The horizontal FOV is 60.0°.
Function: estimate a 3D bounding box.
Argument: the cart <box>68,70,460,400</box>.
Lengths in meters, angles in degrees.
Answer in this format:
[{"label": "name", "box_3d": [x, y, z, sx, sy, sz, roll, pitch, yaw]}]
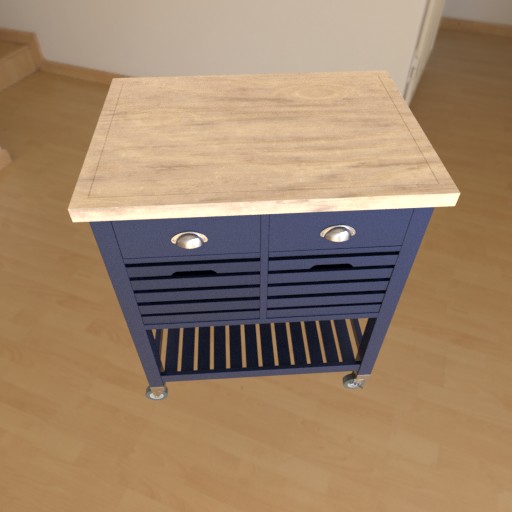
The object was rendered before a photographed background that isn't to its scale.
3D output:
[{"label": "cart", "box_3d": [0.000, 0.000, 1.412, 0.797, 0.920, 0.567, -3, 47, -3]}]
